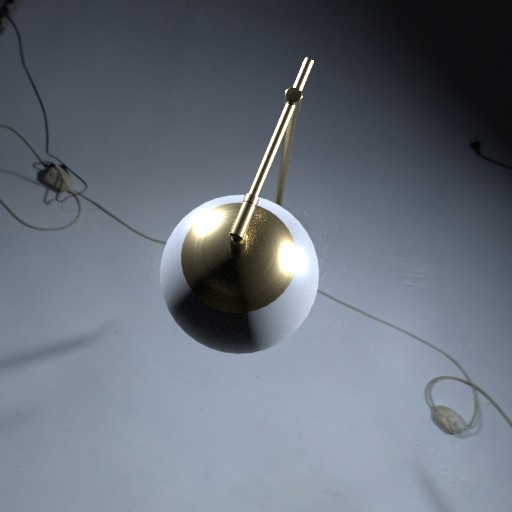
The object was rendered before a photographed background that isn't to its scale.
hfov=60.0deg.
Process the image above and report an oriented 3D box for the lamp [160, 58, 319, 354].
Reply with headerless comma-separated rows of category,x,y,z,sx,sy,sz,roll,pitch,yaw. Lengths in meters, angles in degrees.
lamp,0.000,0.000,0.711,0.207,0.559,0.324,21,76,5
